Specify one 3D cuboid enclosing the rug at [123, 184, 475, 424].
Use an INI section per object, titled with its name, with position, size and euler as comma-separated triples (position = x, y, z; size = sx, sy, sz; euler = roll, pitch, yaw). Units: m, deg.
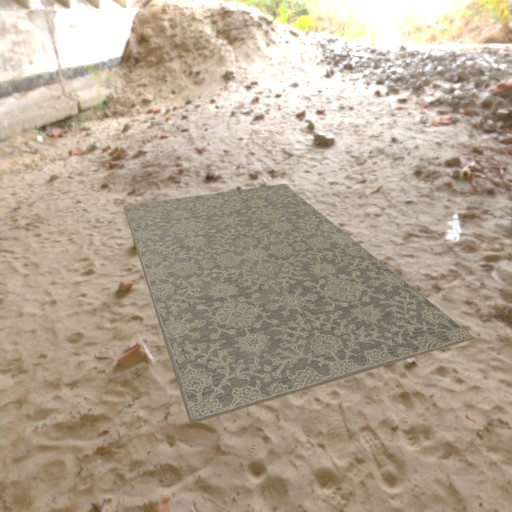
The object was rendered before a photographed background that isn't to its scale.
[rug]
position = 0.000, 0.000, 3.057
size = 1.515, 0.010, 2.430
euler = -11, 31, -18
